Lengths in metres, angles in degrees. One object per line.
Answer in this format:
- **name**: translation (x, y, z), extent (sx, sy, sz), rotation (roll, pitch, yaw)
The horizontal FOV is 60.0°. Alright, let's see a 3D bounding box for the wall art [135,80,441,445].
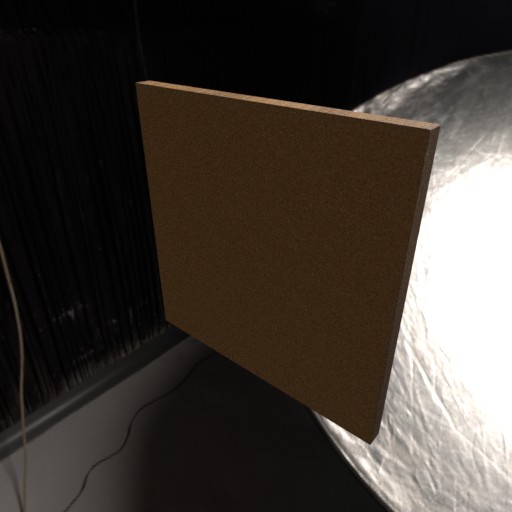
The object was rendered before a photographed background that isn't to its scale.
- **wall art**: translation (0.000, 0.000, 0.890), extent (0.611, 0.608, 0.042), rotation (23, 37, 34)
